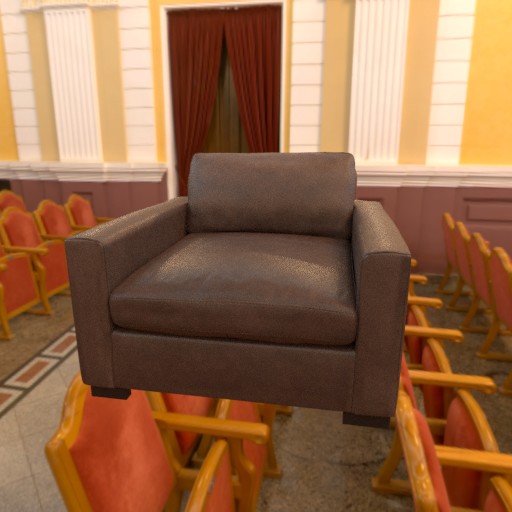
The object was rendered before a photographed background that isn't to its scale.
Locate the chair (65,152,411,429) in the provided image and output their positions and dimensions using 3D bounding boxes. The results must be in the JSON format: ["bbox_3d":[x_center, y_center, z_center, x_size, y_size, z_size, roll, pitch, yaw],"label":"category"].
[{"bbox_3d":[0.000,0.000,1.825,1.100,0.812,1.069,3,15,10],"label":"chair"}]
